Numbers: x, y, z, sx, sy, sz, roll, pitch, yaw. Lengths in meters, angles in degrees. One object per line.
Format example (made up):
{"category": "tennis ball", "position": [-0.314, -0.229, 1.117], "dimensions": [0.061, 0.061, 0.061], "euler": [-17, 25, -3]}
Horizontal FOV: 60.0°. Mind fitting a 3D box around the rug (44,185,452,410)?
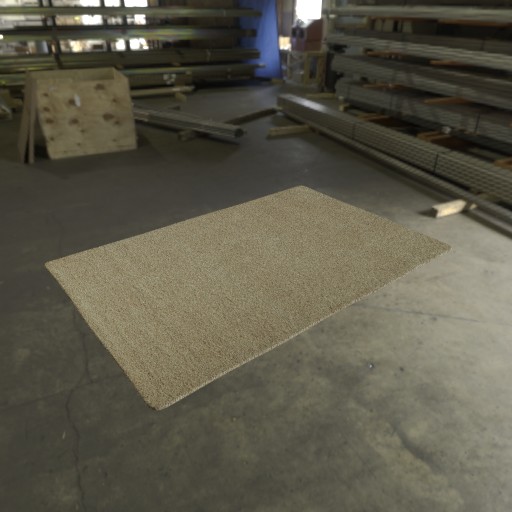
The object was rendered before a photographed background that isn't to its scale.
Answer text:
{"category": "rug", "position": [0.000, 0.000, 3.484], "dimensions": [2.700, 0.024, 1.801], "euler": [-21, 36, -33]}
